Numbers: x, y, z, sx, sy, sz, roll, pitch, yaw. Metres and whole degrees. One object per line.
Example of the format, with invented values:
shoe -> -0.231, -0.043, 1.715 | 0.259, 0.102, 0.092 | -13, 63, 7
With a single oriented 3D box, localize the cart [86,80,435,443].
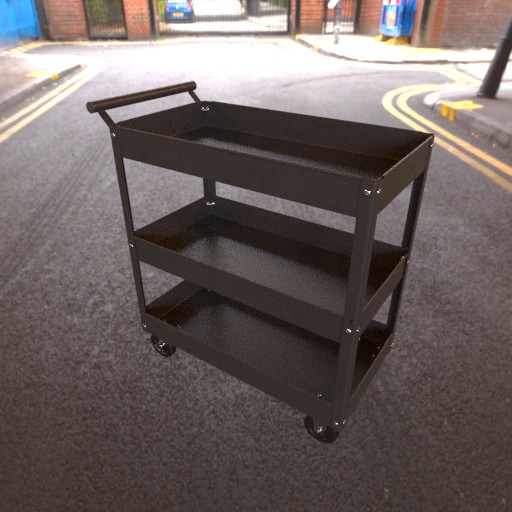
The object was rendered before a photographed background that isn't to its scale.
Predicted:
cart -> 0.000, 0.000, 1.190 | 0.719, 0.780, 0.366 | 19, 35, 29
